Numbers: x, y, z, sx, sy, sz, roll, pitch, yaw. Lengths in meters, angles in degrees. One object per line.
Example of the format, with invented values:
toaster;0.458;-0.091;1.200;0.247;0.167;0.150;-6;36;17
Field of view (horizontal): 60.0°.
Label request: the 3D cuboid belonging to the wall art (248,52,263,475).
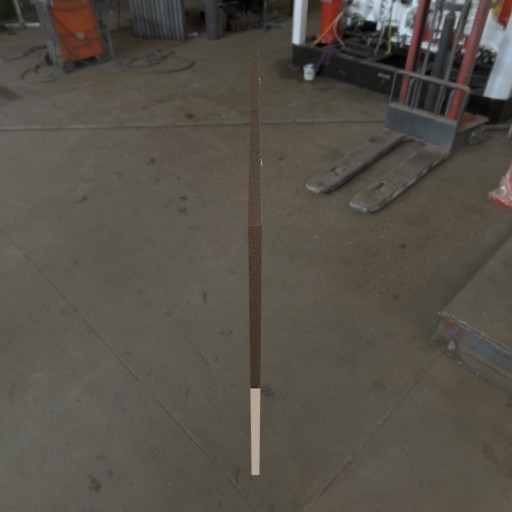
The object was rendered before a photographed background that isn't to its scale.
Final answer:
wall art;0.000;0.000;1.527;0.030;1.032;1.032;0;41;0
